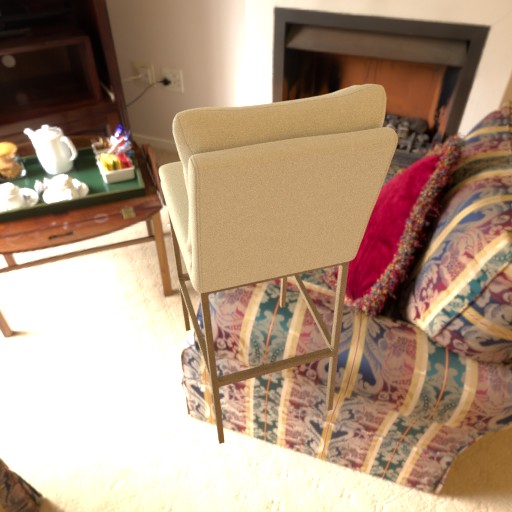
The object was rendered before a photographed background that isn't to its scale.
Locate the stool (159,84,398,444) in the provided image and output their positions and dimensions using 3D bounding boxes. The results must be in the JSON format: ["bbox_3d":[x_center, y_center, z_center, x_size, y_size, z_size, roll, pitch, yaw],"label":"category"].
[{"bbox_3d":[0.000,0.000,1.363,0.463,1.125,0.572,-12,42,-14],"label":"stool"}]
